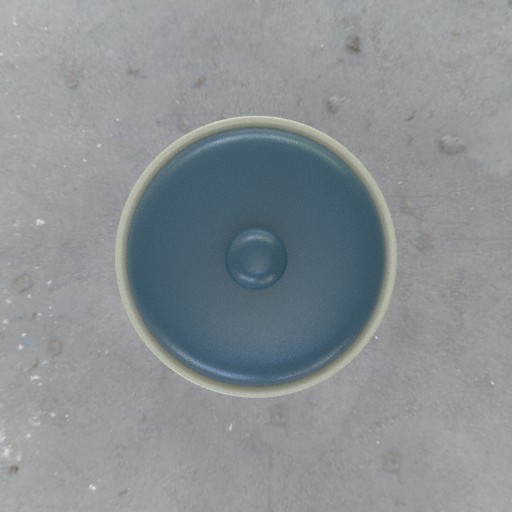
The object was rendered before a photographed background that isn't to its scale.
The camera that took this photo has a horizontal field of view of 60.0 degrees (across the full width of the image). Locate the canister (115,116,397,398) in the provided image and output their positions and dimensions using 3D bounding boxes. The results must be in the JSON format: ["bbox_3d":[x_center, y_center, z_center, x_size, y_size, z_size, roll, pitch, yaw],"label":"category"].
[{"bbox_3d":[0.000,0.000,0.342,0.181,0.211,0.181,0,91,0],"label":"canister"}]
